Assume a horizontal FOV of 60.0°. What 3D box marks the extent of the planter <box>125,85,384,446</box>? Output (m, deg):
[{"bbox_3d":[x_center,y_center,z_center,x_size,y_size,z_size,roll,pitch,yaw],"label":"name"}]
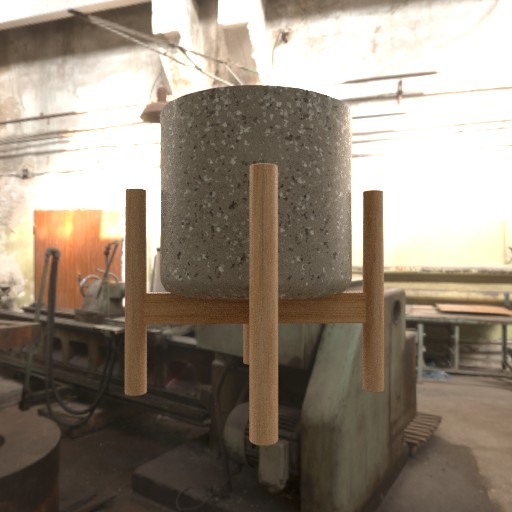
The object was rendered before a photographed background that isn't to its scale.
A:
[{"bbox_3d":[0.000,0.000,0.525,0.284,0.320,0.284,0,0,20],"label":"planter"}]
